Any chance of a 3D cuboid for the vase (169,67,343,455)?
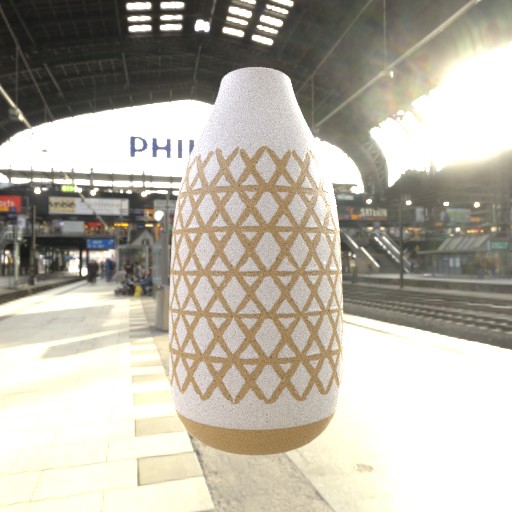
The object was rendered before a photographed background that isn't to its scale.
[{"bbox_3d":[0.000,0.000,0.480,0.186,0.380,0.186,0,-1,0],"label":"vase"}]
